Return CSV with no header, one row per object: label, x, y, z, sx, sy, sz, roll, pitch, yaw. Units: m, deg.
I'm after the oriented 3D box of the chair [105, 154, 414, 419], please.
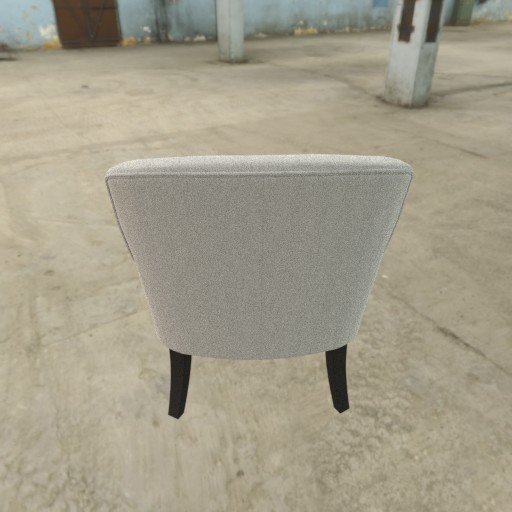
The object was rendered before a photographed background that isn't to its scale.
chair,0.000,0.000,1.458,0.781,0.875,0.750,-1,30,-2
